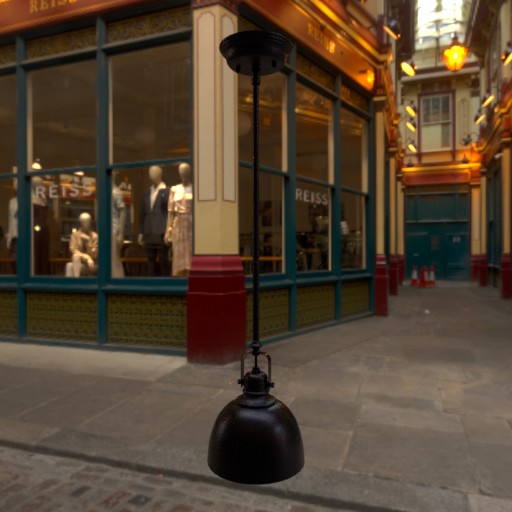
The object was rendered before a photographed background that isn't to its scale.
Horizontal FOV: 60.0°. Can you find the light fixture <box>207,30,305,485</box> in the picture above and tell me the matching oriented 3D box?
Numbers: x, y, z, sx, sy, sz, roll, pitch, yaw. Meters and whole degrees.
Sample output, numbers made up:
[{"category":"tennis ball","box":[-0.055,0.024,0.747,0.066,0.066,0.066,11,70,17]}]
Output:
[{"category":"light fixture","box":[0.000,0.000,0.826,0.182,0.768,0.182,0,1,19]}]
